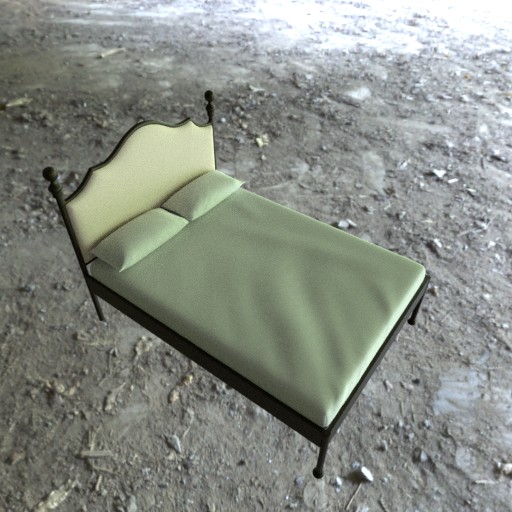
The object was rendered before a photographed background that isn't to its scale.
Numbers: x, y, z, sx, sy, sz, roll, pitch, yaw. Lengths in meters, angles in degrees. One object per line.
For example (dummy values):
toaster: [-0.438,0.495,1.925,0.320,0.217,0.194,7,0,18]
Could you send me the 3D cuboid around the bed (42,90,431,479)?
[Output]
bed: [0.000,0.000,3.292,2.224,1.499,1.642,27,48,26]
